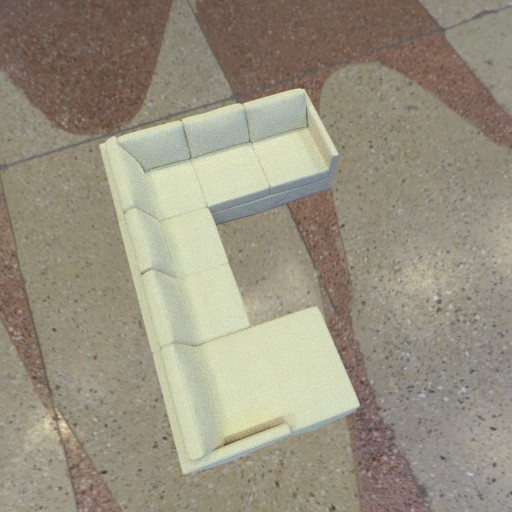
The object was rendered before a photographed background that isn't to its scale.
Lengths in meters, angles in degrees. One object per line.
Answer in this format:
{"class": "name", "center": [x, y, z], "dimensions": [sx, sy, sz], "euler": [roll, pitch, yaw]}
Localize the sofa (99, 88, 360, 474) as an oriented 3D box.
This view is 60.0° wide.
{"class": "sofa", "center": [0.000, 0.000, 4.534], "dimensions": [2.448, 0.882, 3.464], "euler": [-18, 67, -8]}
